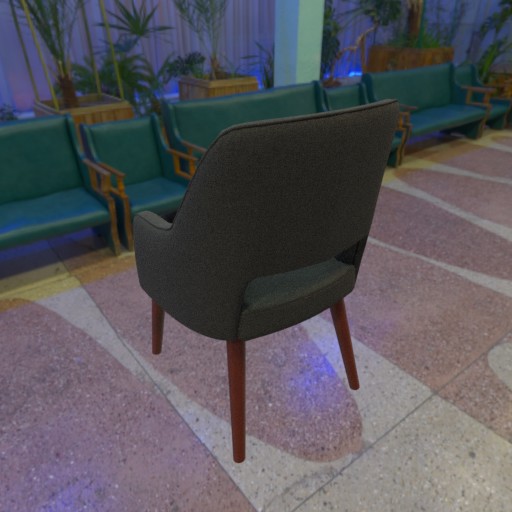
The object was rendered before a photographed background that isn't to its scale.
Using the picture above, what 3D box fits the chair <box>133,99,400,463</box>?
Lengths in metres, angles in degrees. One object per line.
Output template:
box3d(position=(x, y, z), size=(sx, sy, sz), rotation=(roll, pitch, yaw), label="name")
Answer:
box3d(position=(0.000, 0.000, 1.172), size=(0.559, 0.838, 0.560), rotation=(-20, 35, -30), label="chair")
